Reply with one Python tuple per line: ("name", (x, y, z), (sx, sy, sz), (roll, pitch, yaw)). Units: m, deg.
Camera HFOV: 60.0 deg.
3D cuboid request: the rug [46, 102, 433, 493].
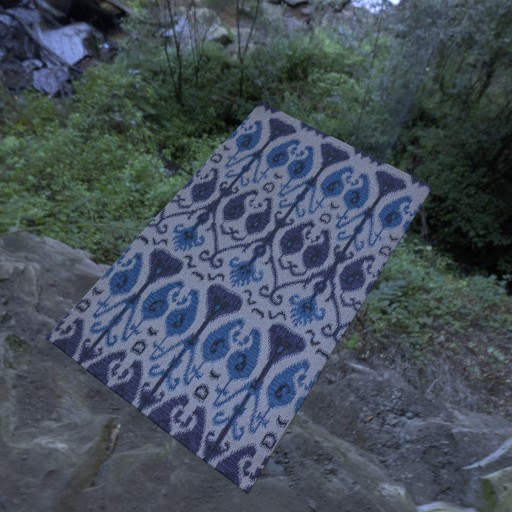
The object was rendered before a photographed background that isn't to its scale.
("rug", (0.000, 0.000, 2.109), (1.072, 0.013, 1.698), (31, 67, 15))
